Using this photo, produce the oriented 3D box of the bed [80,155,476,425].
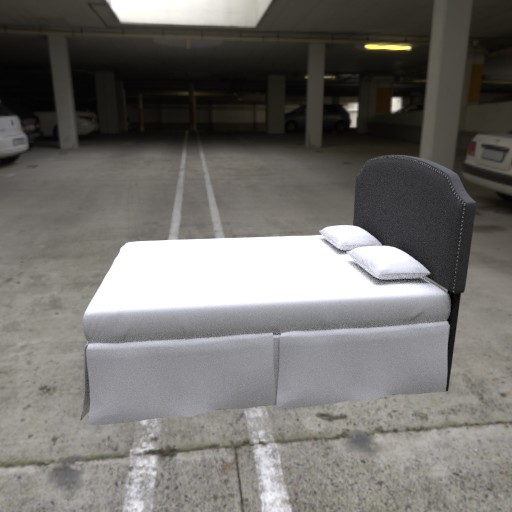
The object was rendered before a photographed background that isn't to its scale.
[{"bbox_3d":[0.000,0.000,2.898,1.999,1.270,1.558,-2,16,-8],"label":"bed"}]
